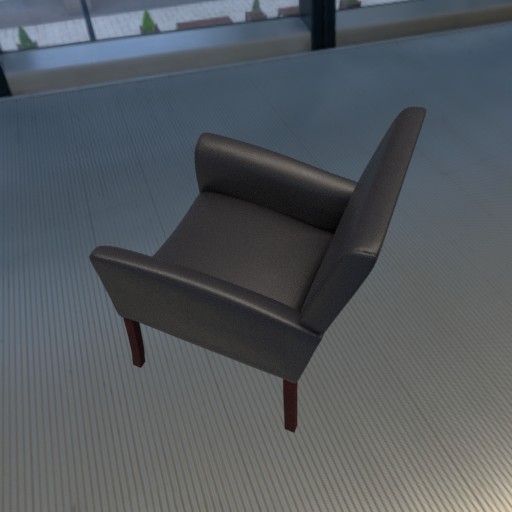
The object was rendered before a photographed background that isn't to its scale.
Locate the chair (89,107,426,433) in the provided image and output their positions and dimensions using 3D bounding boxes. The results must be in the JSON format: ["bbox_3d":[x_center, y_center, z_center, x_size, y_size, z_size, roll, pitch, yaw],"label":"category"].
[{"bbox_3d":[0.000,0.000,1.484,0.772,0.951,0.683,18,50,15],"label":"chair"}]
